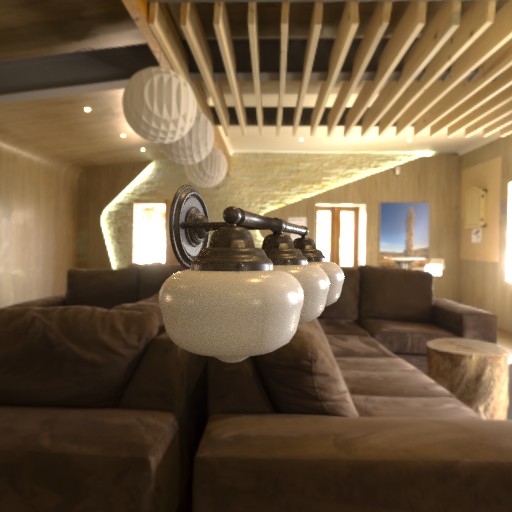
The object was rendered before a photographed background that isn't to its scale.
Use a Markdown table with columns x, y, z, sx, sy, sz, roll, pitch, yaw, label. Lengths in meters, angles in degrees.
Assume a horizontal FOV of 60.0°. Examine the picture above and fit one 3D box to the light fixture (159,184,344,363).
| x | y | z | sx | sy | sz | roll | pitch | yaw | label |
| --- | --- | --- | --- | --- | --- | --- | --- | --- | --- |
| 0.000 | 0.000 | 0.723 | 0.239 | 0.242 | 0.587 | 0 | 1 | 17 | light fixture |
